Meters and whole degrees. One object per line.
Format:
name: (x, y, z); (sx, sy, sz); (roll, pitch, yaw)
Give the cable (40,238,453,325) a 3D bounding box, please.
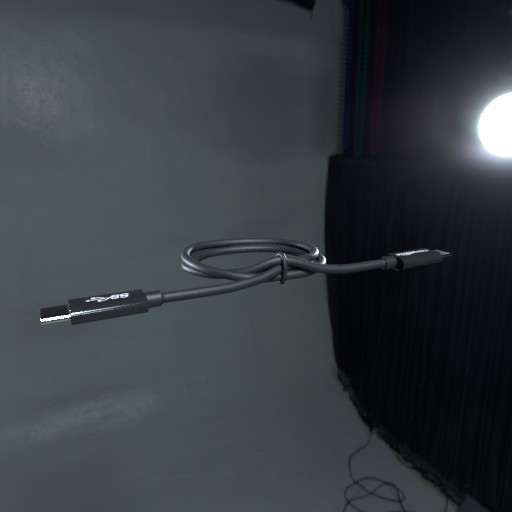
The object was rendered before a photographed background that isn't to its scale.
cable: (0.000, 0.000, 0.209); (0.186, 0.014, 0.070); (-7, 16, -26)
